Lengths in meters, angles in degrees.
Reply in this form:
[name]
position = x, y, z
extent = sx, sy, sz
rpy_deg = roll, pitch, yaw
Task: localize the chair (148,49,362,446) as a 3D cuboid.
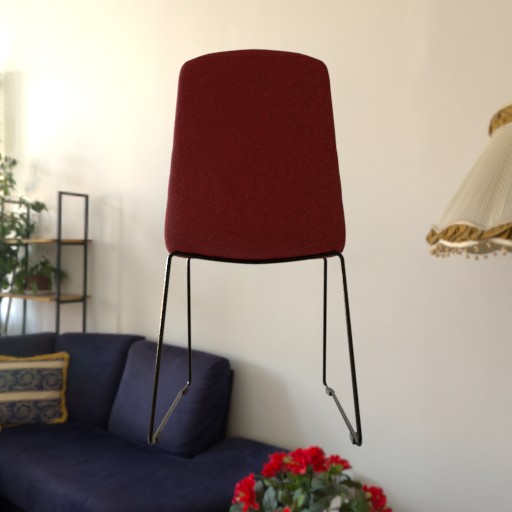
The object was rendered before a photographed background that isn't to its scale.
[chair]
position = 0.000, 0.000, 1.167
extent = 0.479, 0.858, 0.518
rpy_deg = 0, 0, 1
